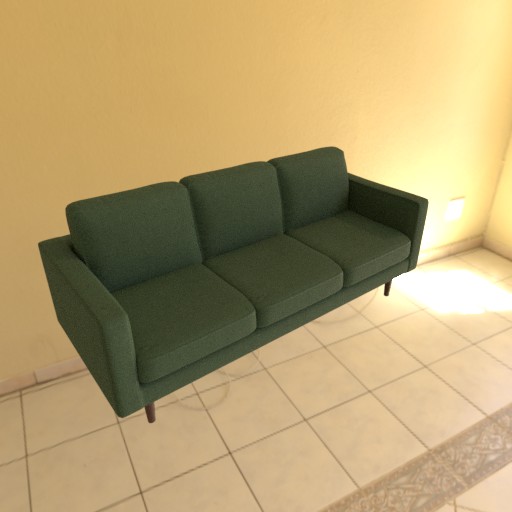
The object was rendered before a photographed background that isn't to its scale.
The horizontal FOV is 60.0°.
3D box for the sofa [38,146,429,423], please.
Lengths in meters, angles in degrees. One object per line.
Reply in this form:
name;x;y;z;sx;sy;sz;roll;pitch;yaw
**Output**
sofa;0.000;0.000;2.511;2.029;0.899;0.879;-20;35;-32
